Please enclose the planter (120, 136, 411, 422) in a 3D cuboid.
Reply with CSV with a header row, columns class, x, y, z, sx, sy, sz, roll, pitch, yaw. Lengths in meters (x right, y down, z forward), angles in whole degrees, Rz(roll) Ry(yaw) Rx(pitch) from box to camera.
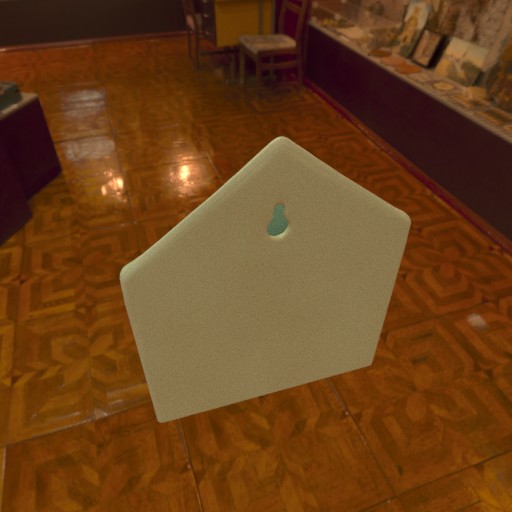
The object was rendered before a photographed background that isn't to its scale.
class,x,y,z,sx,sy,sz,roll,pitch,yaw
planter,0.000,0.000,0.285,0.164,0.197,0.079,-11,42,-13
